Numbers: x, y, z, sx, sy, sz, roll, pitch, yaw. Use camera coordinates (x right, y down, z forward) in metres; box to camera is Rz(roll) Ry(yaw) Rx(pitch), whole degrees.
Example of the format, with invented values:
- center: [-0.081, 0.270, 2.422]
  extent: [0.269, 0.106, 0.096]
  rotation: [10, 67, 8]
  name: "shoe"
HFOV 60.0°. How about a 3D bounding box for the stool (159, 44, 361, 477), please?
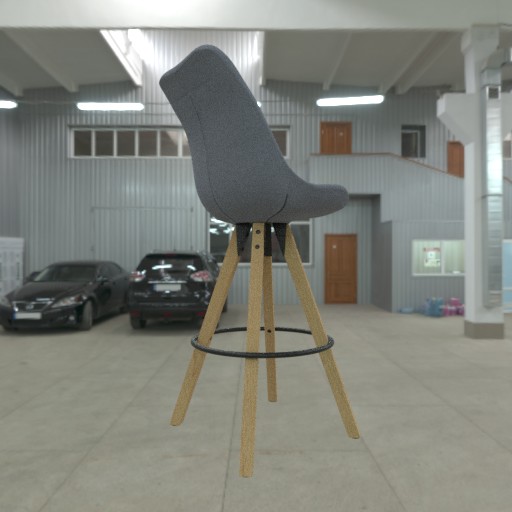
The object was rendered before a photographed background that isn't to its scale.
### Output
- center: [0.000, 0.000, 1.406]
  extent: [0.550, 1.115, 0.485]
  rotation: [0, 0, -35]
  name: "stool"
